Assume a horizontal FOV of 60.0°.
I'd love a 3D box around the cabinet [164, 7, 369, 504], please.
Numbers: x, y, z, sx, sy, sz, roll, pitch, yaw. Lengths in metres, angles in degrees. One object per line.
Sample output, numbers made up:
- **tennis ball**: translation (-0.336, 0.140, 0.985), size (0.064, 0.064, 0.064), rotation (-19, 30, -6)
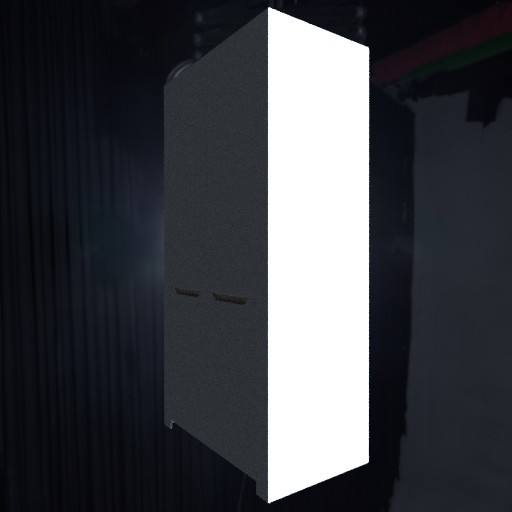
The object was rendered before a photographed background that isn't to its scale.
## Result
- **cabinet**: translation (0.000, 0.000, 2.277), size (0.580, 1.920, 0.980), rotation (0, 0, -35)
